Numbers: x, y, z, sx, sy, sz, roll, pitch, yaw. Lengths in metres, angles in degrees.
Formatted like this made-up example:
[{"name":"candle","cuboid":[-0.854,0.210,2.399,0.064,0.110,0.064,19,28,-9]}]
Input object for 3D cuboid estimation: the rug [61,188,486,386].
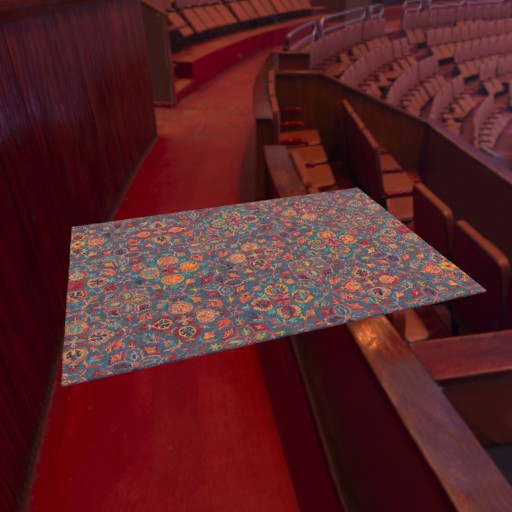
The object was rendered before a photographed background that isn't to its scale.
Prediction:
[{"name":"rug","cuboid":[0.000,0.000,2.289,1.836,0.014,1.216,-10,34,-15]}]
